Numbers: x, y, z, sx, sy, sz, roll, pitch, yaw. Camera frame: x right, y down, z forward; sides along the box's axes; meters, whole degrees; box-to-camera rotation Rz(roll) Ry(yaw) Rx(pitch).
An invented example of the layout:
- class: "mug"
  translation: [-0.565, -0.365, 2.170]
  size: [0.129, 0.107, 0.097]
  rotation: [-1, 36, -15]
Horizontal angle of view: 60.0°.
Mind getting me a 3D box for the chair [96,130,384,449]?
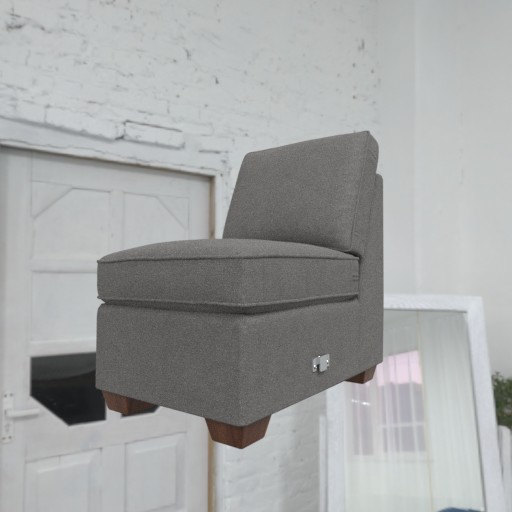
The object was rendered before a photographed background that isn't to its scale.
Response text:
- class: "chair"
  translation: [0.000, 0.000, 1.580]
  size: [0.621, 0.970, 0.938]
  rotation: [-1, -2, 36]
